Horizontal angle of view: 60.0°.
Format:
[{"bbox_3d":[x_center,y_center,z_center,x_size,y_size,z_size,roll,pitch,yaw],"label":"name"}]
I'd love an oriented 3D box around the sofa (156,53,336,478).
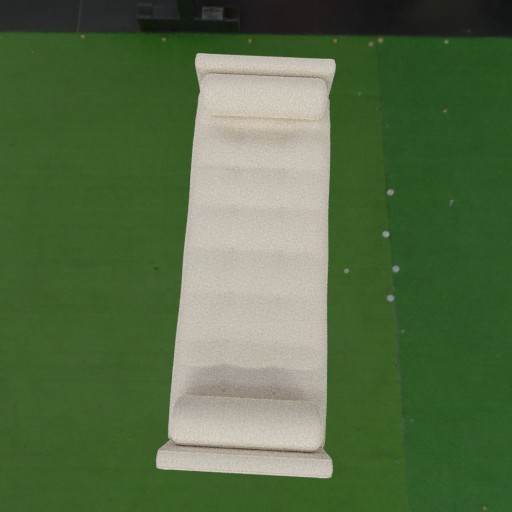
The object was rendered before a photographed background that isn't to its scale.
[{"bbox_3d":[0.000,0.000,2.324,0.746,0.641,1.985,3,76,1],"label":"sofa"}]
